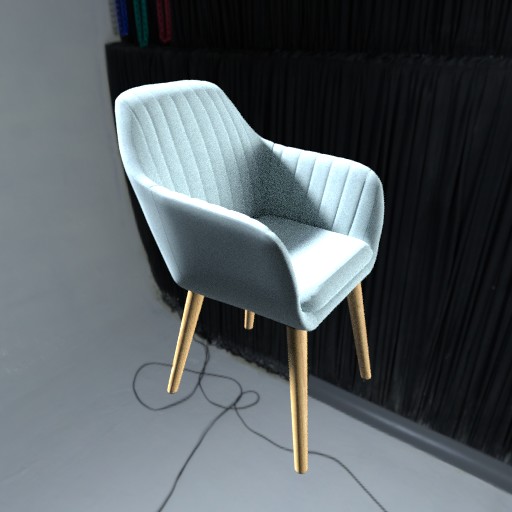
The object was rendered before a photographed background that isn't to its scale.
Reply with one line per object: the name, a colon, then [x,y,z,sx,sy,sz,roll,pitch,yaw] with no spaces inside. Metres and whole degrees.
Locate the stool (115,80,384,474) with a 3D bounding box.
stool: [0.000,0.000,1.182,0.590,0.830,0.503,18,32,31]
